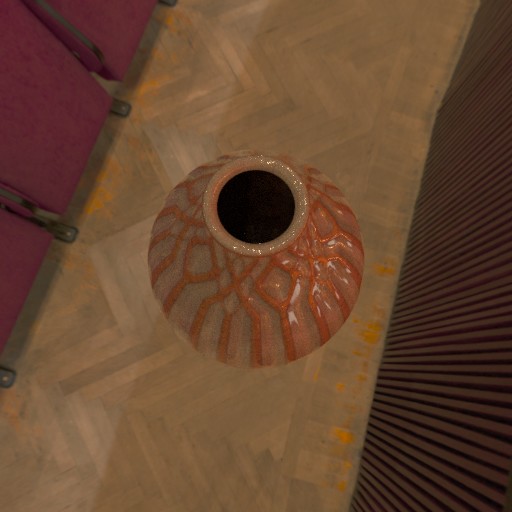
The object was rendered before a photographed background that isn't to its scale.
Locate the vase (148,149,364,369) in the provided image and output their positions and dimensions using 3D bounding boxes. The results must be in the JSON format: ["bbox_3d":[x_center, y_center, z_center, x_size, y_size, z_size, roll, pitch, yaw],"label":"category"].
[{"bbox_3d":[0.000,0.000,0.264,0.131,0.175,0.131,0,76,0],"label":"vase"}]
